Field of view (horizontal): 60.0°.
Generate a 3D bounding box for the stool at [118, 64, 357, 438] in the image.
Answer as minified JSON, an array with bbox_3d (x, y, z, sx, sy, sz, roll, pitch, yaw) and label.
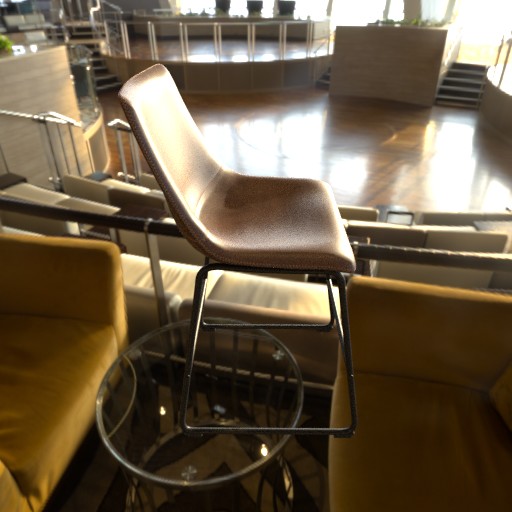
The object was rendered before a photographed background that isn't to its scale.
[{"bbox_3d":[0.000,0.000,1.174,0.550,0.890,0.460,0,32,0],"label":"stool"}]
